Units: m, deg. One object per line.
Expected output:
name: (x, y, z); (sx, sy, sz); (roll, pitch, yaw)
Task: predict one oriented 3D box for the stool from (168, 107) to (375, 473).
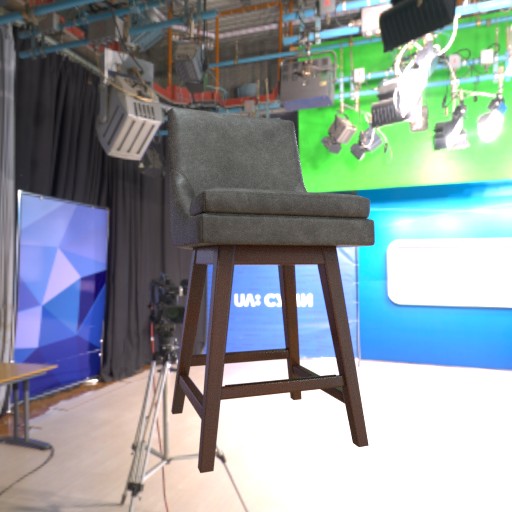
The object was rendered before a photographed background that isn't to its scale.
stool: (0.000, 0.000, 1.386); (0.492, 1.046, 0.587); (0, -1, -19)
